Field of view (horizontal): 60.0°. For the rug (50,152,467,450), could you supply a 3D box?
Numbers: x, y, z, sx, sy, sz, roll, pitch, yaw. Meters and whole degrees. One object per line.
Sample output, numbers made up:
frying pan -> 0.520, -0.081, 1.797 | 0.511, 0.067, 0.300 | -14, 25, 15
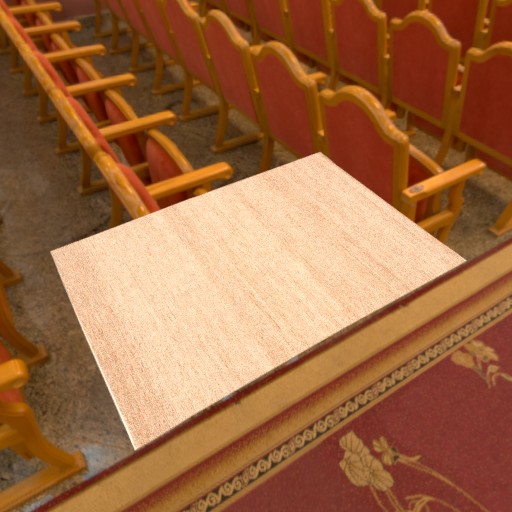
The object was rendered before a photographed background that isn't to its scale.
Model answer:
rug -> 0.000, 0.000, 2.993 | 2.346, 0.029, 1.574 | -24, 50, -22
